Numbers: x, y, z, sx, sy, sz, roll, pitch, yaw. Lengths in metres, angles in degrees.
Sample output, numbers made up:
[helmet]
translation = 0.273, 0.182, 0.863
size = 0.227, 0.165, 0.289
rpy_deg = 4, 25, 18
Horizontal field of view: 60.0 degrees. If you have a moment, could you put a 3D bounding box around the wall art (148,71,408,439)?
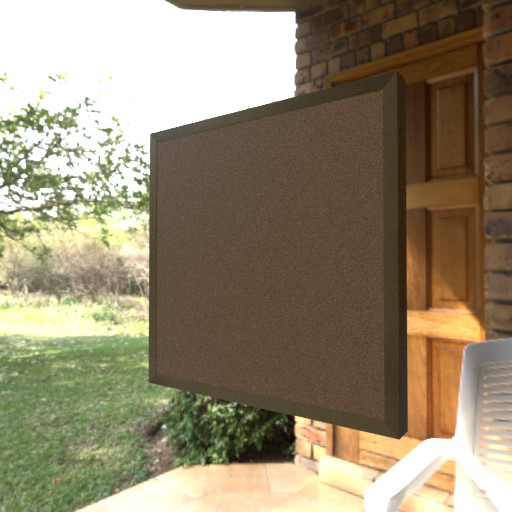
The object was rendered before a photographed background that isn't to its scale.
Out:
[wall art]
translation = 0.000, 0.000, 0.772
size = 0.507, 0.508, 0.038
rpy_deg = -1, -1, 35
